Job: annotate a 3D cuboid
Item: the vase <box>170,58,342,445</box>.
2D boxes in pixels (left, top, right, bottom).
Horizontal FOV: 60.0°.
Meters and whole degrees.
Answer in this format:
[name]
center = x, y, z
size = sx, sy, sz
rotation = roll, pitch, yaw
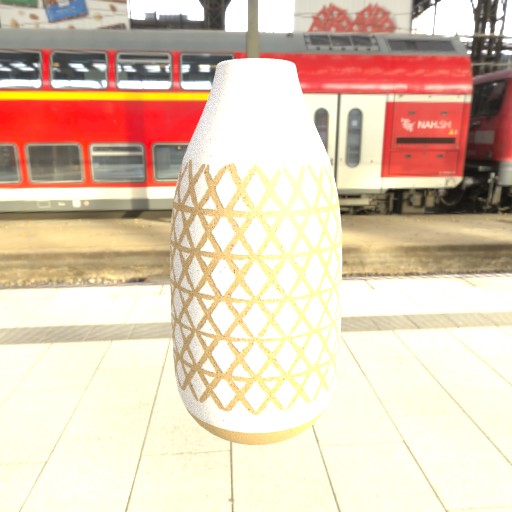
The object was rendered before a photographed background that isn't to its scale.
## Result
[vase]
center = 0.000, 0.000, 0.475
size = 0.186, 0.380, 0.186
rotation = 0, 15, 0
